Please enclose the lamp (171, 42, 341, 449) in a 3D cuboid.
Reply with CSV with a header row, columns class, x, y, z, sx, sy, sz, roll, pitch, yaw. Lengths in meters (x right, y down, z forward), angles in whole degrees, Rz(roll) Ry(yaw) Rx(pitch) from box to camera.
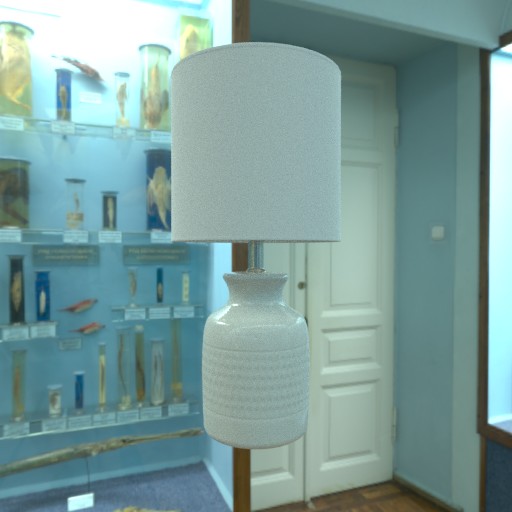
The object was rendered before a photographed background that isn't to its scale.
class,x,y,z,sx,sy,sz,roll,pitch,yaw
lamp,0.000,0.000,0.500,0.188,0.392,0.188,0,1,-19
